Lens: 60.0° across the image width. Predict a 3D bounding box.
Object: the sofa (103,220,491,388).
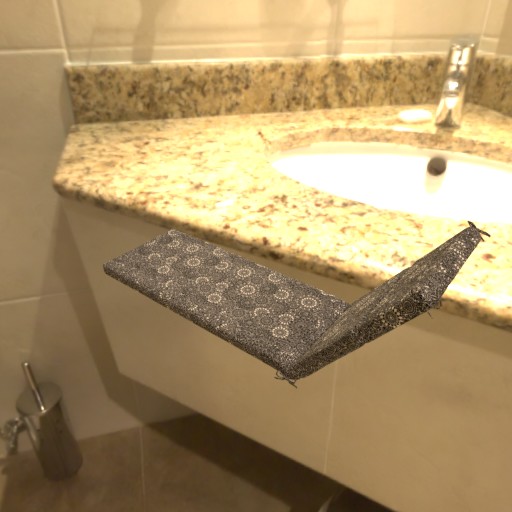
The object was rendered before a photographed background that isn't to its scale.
[{"bbox_3d":[0.000,0.000,1.939,1.663,0.622,0.582,22,38,32],"label":"sofa"}]
